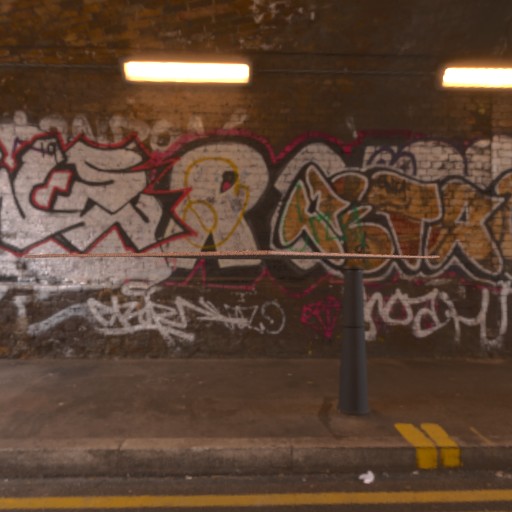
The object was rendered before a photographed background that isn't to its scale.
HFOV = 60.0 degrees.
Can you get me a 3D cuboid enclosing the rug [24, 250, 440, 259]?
[{"bbox_3d":[0.000,0.000,4.076,2.453,0.043,3.052,-1,-1,37],"label":"rug"}]
